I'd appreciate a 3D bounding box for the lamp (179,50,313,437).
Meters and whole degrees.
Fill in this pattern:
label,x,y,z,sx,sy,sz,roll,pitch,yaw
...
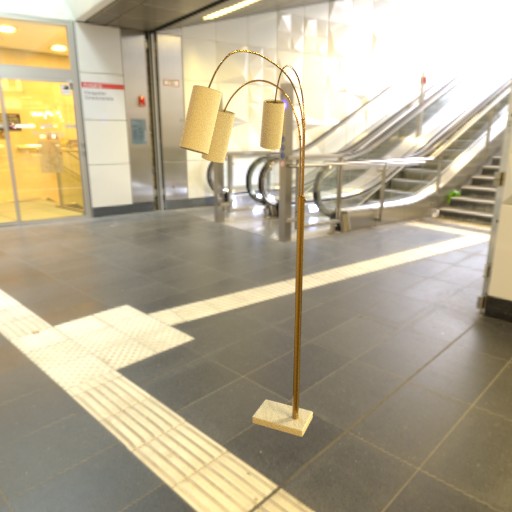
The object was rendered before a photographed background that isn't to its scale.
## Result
label,x,y,z,sx,sy,sz,roll,pitch,yaw
lamp,0.000,0.000,2.502,0.667,2.055,1.020,7,17,24
